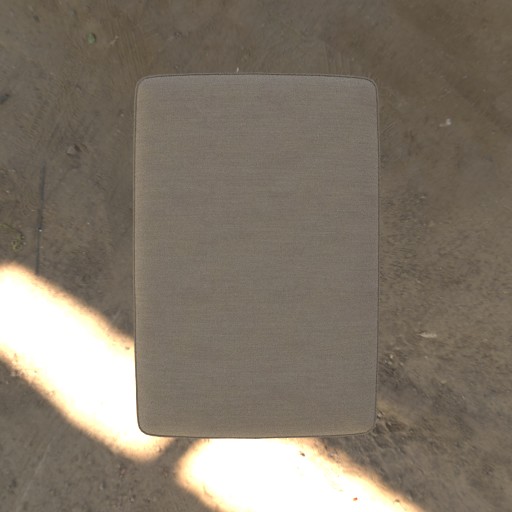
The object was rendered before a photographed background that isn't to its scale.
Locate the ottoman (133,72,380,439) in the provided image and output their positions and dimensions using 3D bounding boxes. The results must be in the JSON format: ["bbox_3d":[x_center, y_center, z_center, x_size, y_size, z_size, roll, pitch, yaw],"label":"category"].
[{"bbox_3d":[0.000,0.000,1.321,0.636,0.480,0.941,0,91,-1],"label":"ottoman"}]
